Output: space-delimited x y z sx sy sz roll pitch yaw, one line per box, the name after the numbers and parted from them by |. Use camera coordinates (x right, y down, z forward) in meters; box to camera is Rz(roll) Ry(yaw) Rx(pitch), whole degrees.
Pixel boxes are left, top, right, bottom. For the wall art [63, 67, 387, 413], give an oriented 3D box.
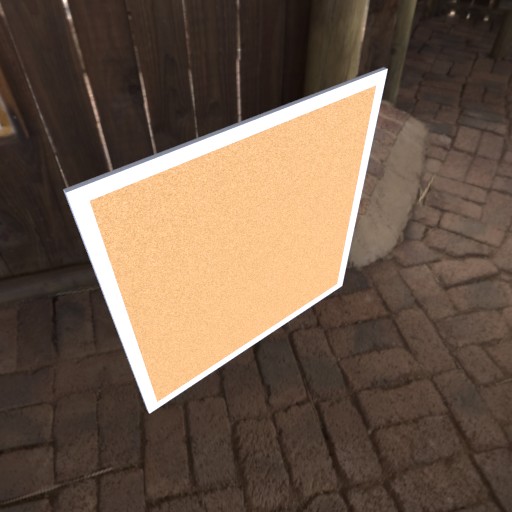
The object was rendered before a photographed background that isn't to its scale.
0.000 0.000 0.829 0.558 0.559 0.009 -29 52 -26 | wall art
